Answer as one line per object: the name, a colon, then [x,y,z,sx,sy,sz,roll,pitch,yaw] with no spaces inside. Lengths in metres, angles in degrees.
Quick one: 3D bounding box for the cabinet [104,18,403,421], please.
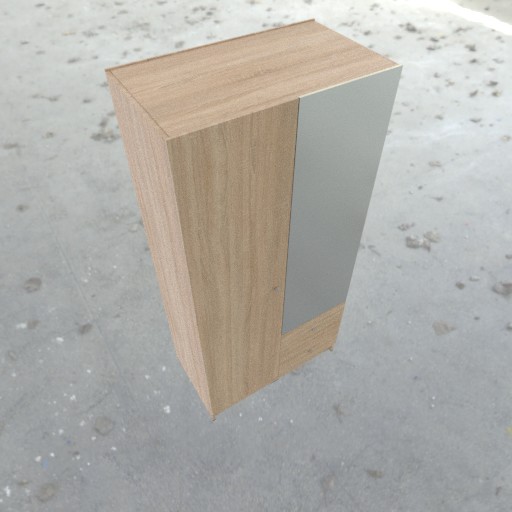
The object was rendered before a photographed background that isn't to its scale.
cabinet: [0.000,0.000,2.474,1.001,2.121,0.590,-25,52,-21]
